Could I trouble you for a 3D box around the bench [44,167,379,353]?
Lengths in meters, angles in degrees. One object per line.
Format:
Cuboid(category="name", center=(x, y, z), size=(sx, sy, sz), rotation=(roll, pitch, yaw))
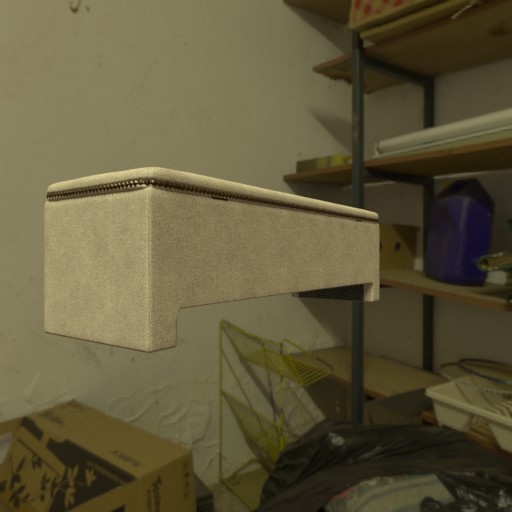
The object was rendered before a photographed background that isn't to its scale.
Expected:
Cuboid(category="bench", center=(0.000, 0.000, 1.740), size=(0.470, 0.447, 1.482), rotation=(0, 0, 36))
